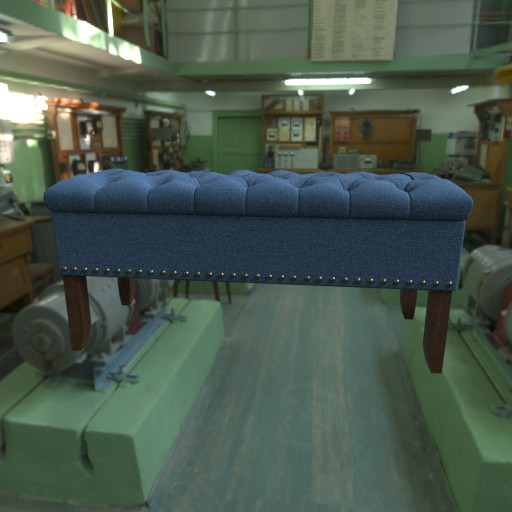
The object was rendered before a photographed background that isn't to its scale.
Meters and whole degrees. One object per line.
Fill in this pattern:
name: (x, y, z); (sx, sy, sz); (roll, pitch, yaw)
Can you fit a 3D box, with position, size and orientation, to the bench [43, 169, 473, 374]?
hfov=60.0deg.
bench: (0.000, 0.000, 1.316); (1.052, 0.492, 0.417); (2, 16, 7)
